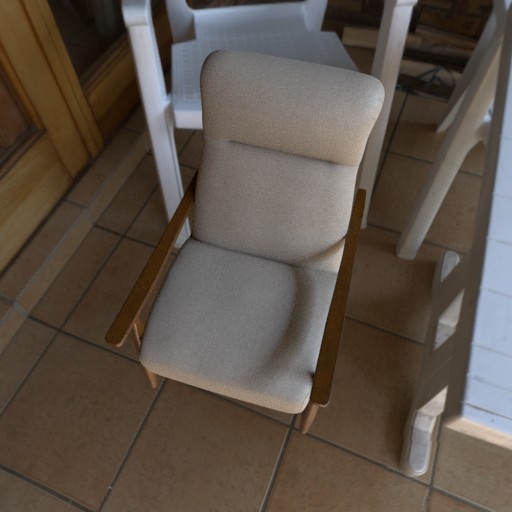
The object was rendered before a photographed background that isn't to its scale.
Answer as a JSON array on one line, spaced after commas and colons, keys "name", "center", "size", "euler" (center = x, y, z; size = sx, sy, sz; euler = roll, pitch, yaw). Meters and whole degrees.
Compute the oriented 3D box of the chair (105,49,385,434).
[{"name": "chair", "center": [0.000, 0.000, 1.750], "size": [0.762, 1.082, 1.030], "euler": [14, 59, 8]}]
